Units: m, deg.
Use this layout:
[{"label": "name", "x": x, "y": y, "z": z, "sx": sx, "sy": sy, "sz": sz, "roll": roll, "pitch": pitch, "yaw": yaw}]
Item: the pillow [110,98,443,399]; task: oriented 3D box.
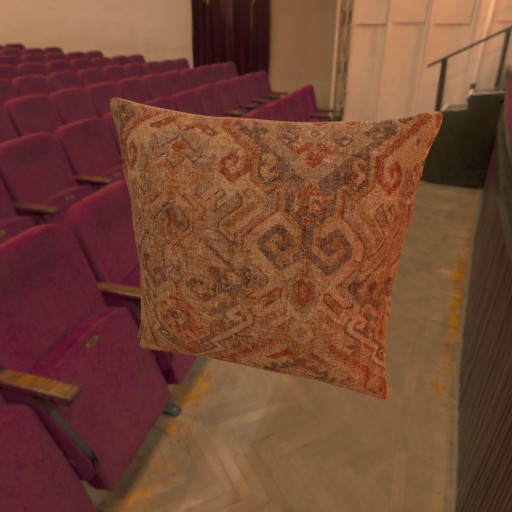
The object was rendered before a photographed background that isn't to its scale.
[{"label": "pillow", "x": 0.000, "y": 0.000, "z": 0.772, "sx": 0.523, "sy": 0.506, "sz": 0.166, "roll": 8, "pitch": 28, "yaw": 15}]
